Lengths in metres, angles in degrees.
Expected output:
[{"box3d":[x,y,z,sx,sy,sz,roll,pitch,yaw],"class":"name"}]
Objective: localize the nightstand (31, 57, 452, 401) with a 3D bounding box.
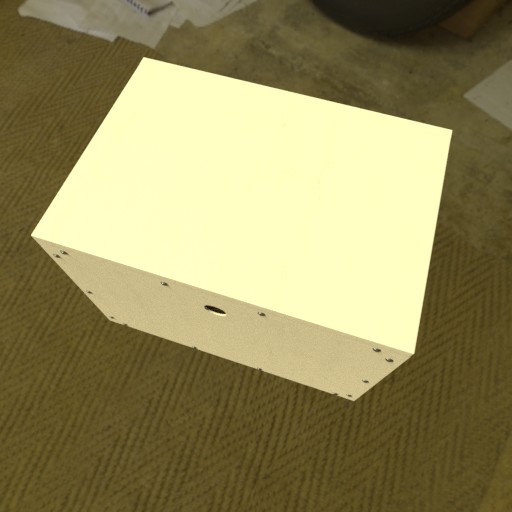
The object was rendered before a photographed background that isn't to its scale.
[{"box3d":[0.000,0.000,1.029,0.614,0.604,0.447,16,65,8],"class":"nightstand"}]
